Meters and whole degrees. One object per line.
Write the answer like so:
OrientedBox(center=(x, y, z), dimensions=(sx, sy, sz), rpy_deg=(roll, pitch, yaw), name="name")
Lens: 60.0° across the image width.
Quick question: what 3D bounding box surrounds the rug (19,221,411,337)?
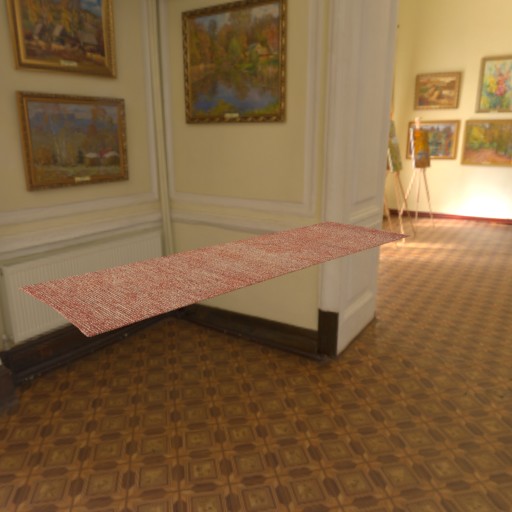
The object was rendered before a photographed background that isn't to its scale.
OrientedBox(center=(0.000, 0.000, 2.583), dimensions=(2.353, 0.013, 0.718), rpy_deg=(-14, 21, -42), name="rug")
